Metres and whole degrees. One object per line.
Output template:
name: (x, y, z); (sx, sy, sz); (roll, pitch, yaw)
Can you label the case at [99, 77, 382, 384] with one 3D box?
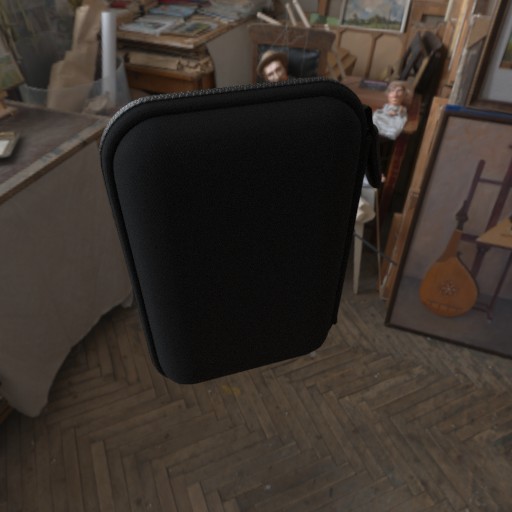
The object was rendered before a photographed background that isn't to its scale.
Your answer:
case: (0.000, 0.000, 0.192); (0.107, 0.147, 0.030); (-12, 43, -13)
